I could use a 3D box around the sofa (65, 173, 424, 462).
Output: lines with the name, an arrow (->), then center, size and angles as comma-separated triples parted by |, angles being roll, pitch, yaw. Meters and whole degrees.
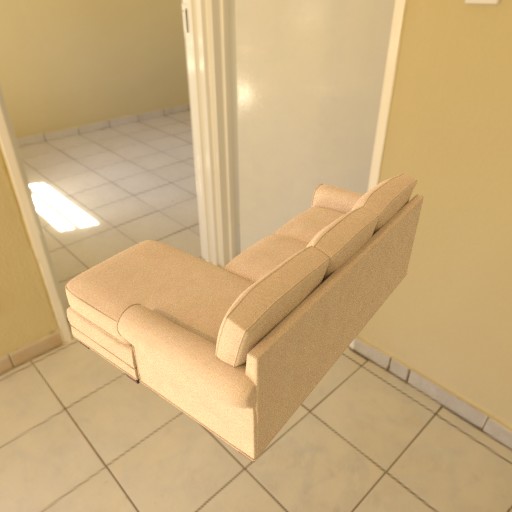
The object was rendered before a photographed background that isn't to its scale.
sofa -> 0.000, 0.000, 2.457 | 1.226, 0.734, 1.770 | 22, 39, 30
